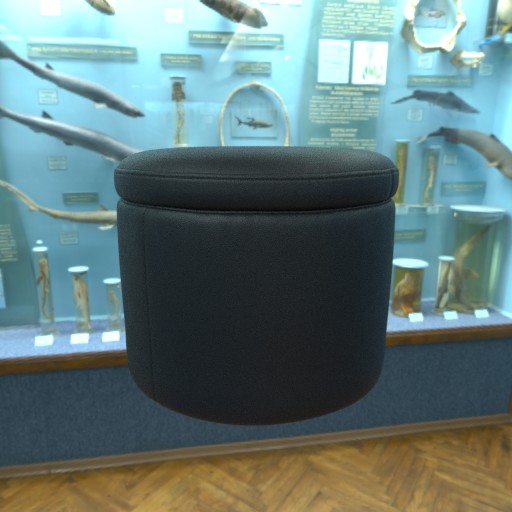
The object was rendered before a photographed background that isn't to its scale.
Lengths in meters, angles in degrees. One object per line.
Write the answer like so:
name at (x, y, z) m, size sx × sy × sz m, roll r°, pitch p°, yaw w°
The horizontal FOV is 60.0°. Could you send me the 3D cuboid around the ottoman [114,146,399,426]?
ottoman at (0.000, 0.000, 0.850) m, size 0.501 × 0.409 × 0.501 m, roll 0°, pitch 14°, yaw 0°
